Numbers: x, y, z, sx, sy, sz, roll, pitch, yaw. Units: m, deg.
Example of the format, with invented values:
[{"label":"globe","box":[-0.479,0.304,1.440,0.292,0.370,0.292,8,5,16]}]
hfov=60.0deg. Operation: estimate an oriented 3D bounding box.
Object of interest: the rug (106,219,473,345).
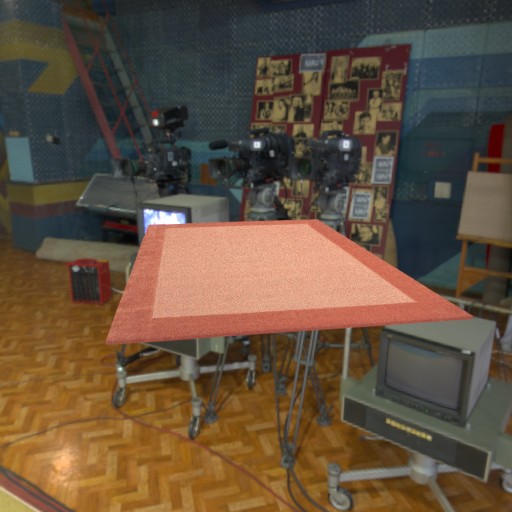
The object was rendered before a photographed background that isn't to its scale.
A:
[{"label":"rug","box":[0.000,0.000,2.301,1.219,0.014,1.829,-2,15,-9]}]
